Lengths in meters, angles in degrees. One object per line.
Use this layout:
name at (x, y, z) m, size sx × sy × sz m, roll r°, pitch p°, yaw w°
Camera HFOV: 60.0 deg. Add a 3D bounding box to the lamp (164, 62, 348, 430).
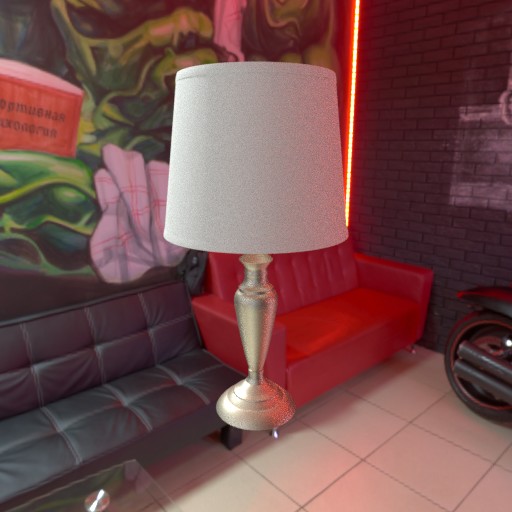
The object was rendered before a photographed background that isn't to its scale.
lamp at (0.000, 0.000, 0.814) m, size 0.328 × 0.619 × 0.328 m, roll 0°, pitch 14°, yaw 0°
